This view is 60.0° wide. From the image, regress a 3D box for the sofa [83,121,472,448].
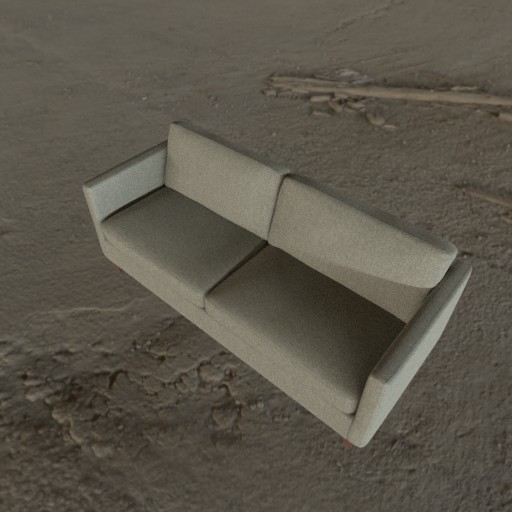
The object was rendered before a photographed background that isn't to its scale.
[{"bbox_3d":[0.000,0.000,2.748,2.208,0.960,0.956,31,52,28],"label":"sofa"}]
